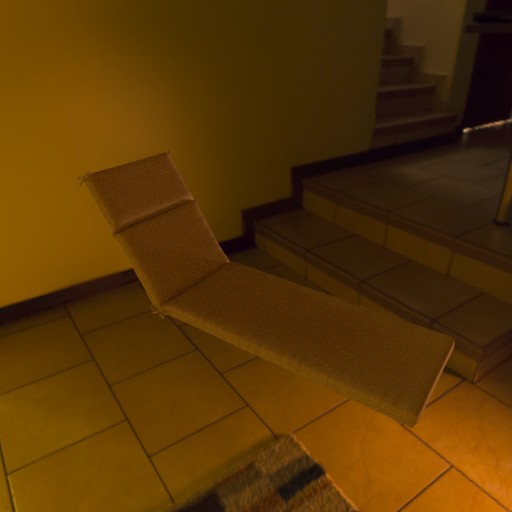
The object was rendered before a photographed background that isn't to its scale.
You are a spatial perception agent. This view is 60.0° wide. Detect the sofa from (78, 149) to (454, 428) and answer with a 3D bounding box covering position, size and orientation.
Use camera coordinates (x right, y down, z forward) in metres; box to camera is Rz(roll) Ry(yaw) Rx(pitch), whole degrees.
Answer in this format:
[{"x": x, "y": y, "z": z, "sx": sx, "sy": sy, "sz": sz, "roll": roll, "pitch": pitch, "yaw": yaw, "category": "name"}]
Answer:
[{"x": 0.000, "y": 0.000, "z": 1.952, "sx": 1.663, "sy": 0.622, "sz": 0.582, "roll": 18, "pitch": 32, "yaw": 31, "category": "sofa"}]
